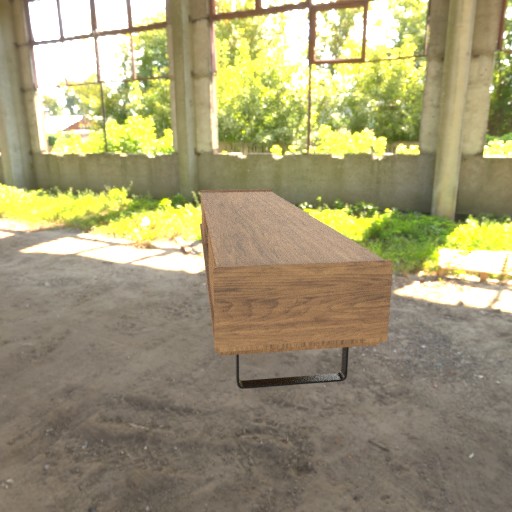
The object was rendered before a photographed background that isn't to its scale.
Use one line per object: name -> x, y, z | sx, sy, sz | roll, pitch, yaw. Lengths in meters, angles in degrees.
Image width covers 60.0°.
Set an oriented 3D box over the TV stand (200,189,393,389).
TV stand -> 0.000, 0.000, 2.006 | 0.467, 0.415, 1.796 | -2, 14, -8
